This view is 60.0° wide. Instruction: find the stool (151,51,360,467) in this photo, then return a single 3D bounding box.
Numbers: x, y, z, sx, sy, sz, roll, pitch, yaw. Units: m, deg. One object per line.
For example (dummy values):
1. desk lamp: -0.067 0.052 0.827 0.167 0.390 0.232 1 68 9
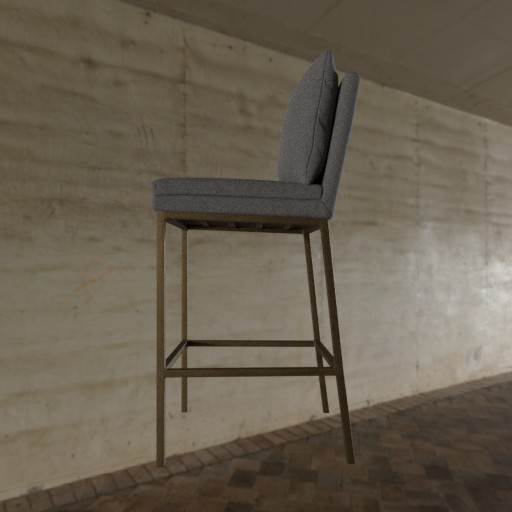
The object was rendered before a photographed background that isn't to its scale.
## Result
1. stool: 0.000 0.000 1.410 0.569 1.130 0.463 0 0 -1
